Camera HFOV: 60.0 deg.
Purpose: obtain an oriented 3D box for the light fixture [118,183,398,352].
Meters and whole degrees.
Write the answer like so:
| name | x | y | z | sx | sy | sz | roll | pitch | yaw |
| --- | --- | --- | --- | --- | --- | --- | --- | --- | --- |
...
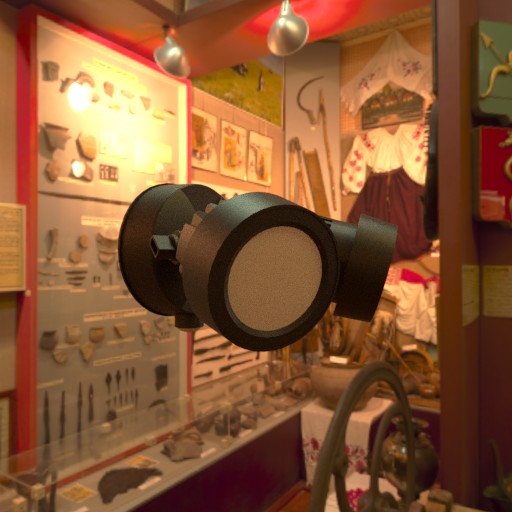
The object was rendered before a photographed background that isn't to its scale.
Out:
| name | x | y | z | sx | sy | sz | roll | pitch | yaw |
| --- | --- | --- | --- | --- | --- | --- | --- | --- | --- |
| light fixture | 0.000 | 0.000 | 0.315 | 0.168 | 0.120 | 0.213 | 0 | -1 | 36 |
